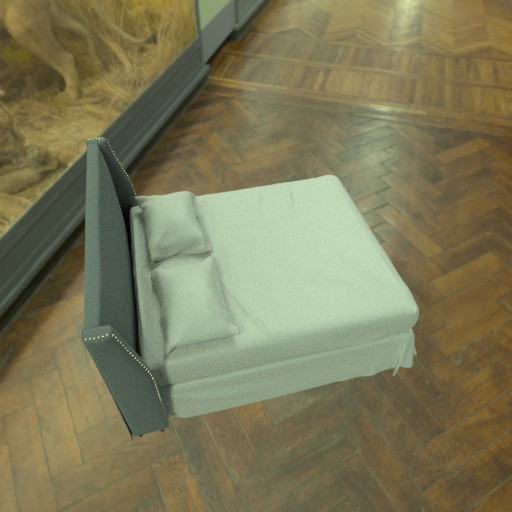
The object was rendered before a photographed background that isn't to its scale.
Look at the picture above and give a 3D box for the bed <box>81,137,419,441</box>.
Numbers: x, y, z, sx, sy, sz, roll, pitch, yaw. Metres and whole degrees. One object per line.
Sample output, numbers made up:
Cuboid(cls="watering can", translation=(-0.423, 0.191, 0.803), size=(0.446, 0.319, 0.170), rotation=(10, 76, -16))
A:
Cuboid(cls="bed", translation=(0.000, 0.000, 3.474), size=(2.276, 1.332, 1.925), rotation=(-10, 48, -10))
